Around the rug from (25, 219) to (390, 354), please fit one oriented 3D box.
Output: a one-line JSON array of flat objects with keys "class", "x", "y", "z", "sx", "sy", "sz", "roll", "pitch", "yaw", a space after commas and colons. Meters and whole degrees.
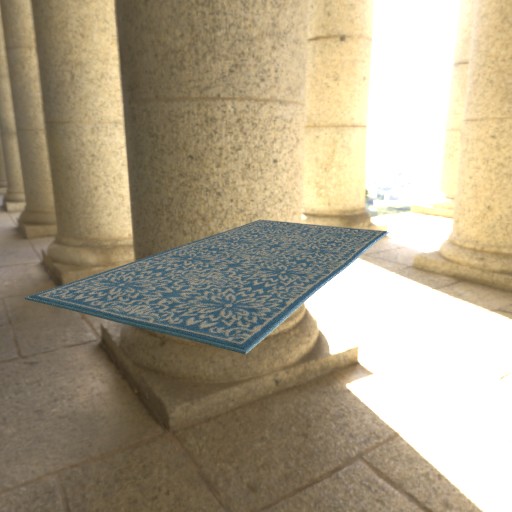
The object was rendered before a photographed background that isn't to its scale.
[{"class": "rug", "x": 0.000, "y": 0.000, "z": 1.439, "sx": 0.604, "sy": 0.007, "sz": 1.219, "roll": 8, "pitch": 16, "yaw": 27}]
